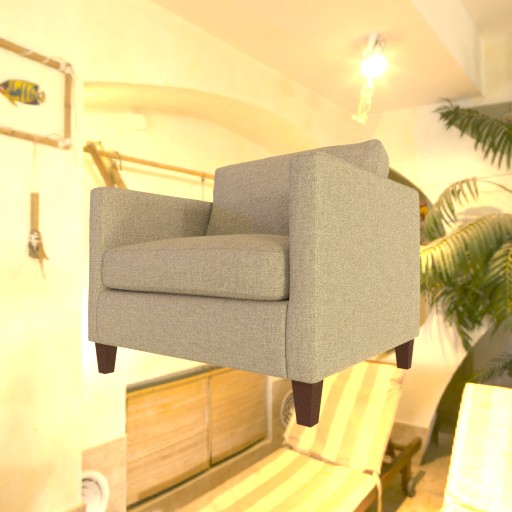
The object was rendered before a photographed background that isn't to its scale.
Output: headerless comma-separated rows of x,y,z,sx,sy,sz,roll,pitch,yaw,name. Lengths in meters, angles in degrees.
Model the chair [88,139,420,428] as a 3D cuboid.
0.000,0.000,1.867,1.107,0.961,0.959,0,-1,37,chair
